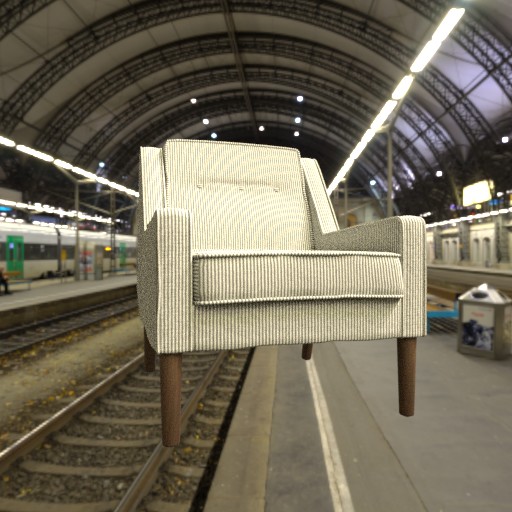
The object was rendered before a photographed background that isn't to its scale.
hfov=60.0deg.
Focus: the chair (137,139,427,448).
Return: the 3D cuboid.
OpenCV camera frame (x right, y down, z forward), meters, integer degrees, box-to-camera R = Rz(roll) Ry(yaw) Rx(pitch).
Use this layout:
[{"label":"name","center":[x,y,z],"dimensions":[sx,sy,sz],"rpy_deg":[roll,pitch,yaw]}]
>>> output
[{"label":"chair","center":[0.000,0.000,1.309],"dimensions":[0.663,0.792,0.743],"rpy_deg":[0,0,-17]}]
